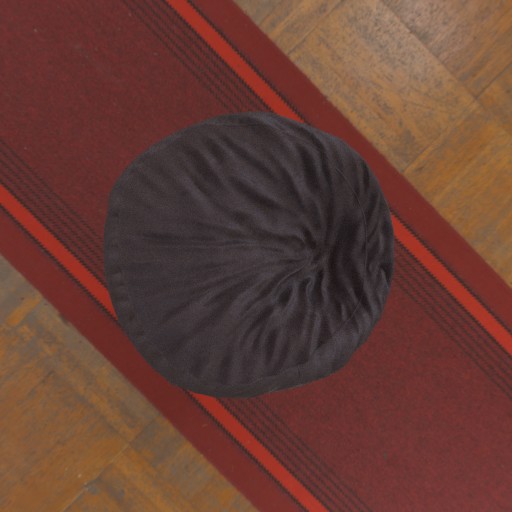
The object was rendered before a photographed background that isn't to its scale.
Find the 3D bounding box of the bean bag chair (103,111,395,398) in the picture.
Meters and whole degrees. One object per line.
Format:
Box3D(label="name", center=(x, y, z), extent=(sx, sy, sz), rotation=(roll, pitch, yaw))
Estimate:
Box3D(label="bean bag chair", center=(0.000, 0.000, 2.047), extent=(1.245, 0.821, 1.245), rotation=(0, 91, -1))
